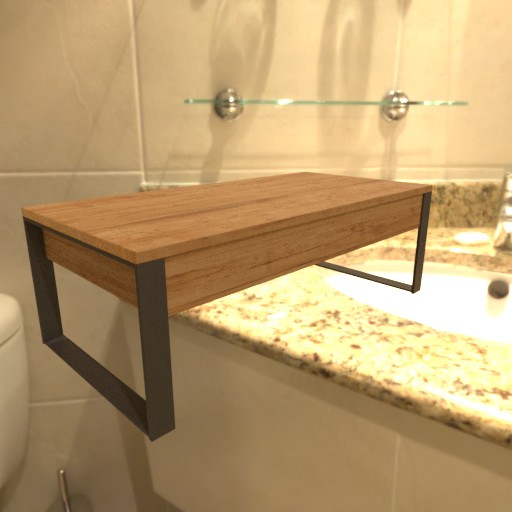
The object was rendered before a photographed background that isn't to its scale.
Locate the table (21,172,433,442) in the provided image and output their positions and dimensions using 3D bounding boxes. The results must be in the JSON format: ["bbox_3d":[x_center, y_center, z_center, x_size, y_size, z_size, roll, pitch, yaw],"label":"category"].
[{"bbox_3d":[0.000,0.000,1.431,1.180,0.400,0.590,-16,24,-42],"label":"table"}]
